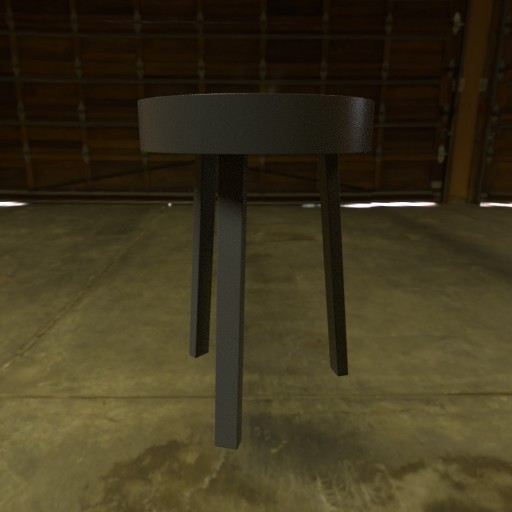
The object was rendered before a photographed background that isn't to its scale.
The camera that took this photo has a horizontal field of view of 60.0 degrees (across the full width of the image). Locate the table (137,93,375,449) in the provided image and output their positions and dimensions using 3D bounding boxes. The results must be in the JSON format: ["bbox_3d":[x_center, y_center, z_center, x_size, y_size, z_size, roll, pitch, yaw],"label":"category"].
[{"bbox_3d":[0.000,0.000,0.858,0.406,0.559,0.406,0,15,0],"label":"table"}]
